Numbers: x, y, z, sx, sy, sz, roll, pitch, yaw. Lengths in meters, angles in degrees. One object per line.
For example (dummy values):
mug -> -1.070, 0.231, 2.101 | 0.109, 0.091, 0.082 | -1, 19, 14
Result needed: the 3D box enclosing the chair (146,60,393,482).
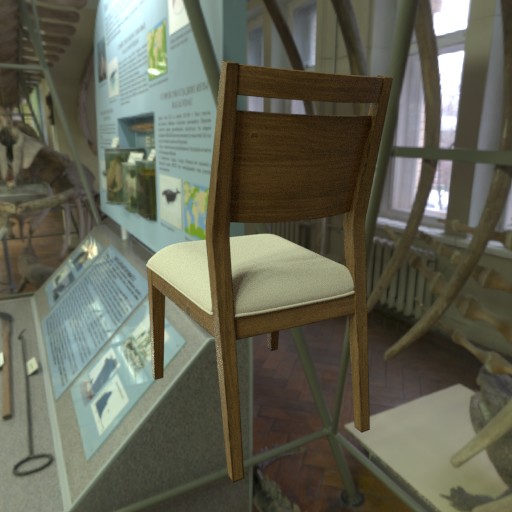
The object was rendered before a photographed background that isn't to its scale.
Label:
chair -> 0.000, 0.000, 1.282 | 0.497, 0.939, 0.610 | -7, 16, -27
